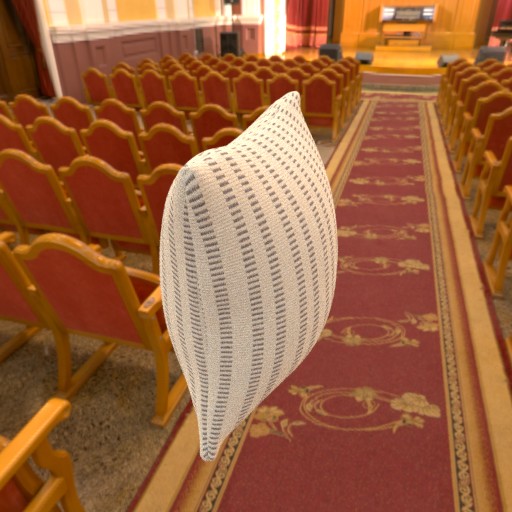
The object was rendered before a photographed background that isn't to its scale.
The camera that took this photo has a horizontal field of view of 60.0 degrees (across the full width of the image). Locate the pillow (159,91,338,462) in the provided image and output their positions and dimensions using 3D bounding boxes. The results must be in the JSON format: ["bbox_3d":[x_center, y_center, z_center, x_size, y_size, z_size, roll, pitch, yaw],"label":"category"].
[{"bbox_3d":[0.000,0.000,0.682,0.247,0.419,0.438,9,31,15],"label":"pillow"}]
